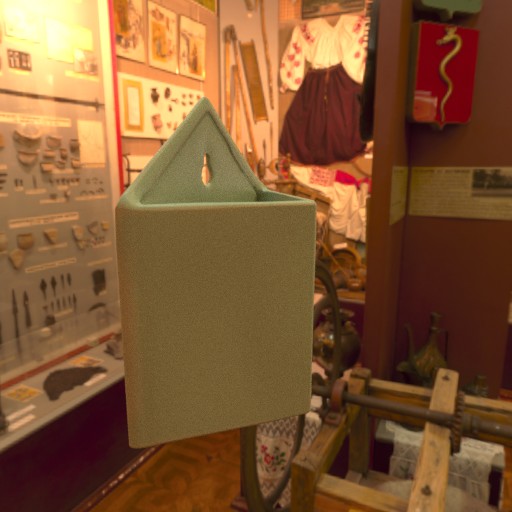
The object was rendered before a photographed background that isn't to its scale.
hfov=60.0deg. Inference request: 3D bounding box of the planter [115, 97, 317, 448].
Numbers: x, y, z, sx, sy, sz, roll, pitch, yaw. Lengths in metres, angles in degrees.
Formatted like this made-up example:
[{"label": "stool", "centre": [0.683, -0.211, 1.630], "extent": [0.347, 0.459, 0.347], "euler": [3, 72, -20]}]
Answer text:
[{"label": "planter", "centre": [0.000, 0.000, 0.282], "extent": [0.079, 0.197, 0.164], "euler": [6, 13, 27]}]
